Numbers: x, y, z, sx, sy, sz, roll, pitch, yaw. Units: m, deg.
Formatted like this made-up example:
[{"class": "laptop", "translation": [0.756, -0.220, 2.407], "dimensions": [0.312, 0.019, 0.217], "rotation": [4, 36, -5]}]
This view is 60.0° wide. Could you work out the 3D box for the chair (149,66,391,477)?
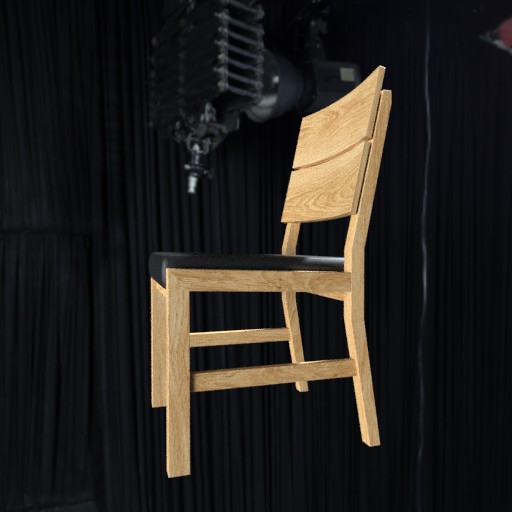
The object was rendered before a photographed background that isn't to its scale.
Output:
[{"class": "chair", "translation": [0.000, 0.000, 1.261], "dimensions": [0.569, 0.950, 0.475], "rotation": [0, 1, -18]}]
